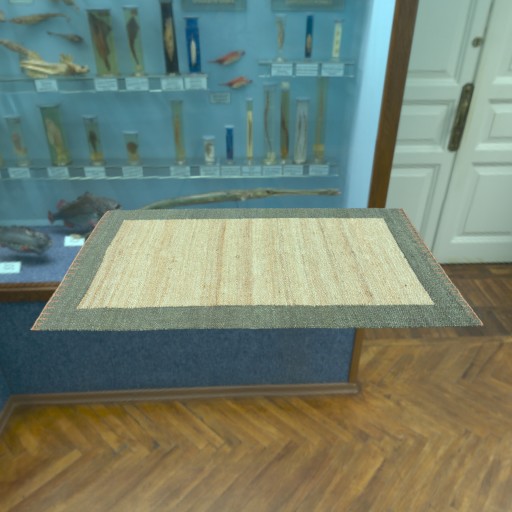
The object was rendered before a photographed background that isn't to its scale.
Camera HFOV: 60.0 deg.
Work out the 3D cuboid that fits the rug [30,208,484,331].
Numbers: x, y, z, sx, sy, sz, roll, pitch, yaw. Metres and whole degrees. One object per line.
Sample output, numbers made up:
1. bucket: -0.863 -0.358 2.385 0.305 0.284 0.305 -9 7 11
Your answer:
1. rug: 0.000 0.000 2.999 2.435 0.006 1.521 0 31 0
